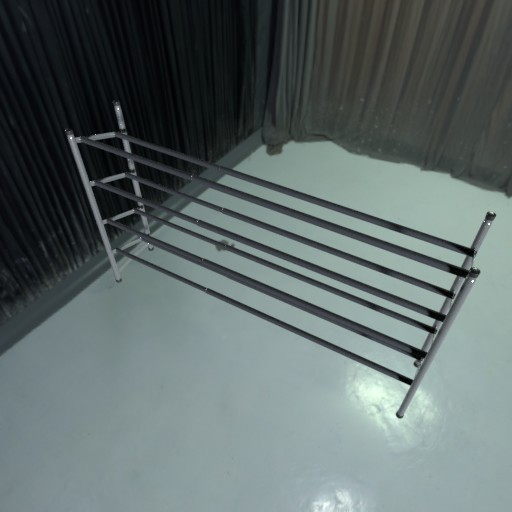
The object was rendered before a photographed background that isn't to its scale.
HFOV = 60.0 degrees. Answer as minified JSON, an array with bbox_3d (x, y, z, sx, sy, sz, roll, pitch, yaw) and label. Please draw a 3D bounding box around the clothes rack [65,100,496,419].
[{"bbox_3d":[0.000,0.000,1.406,1.168,0.672,0.229,22,50,20],"label":"clothes rack"}]
